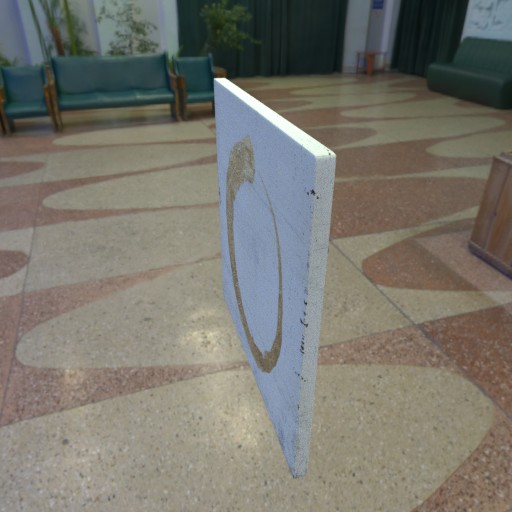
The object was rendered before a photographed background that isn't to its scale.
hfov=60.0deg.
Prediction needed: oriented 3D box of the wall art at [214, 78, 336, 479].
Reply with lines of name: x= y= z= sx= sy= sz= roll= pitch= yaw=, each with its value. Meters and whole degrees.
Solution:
wall art: x=0.000 y=0.000 z=1.148 sx=0.038 sy=0.762 sz=0.762 roll=-8 pitch=31 yaw=-14
